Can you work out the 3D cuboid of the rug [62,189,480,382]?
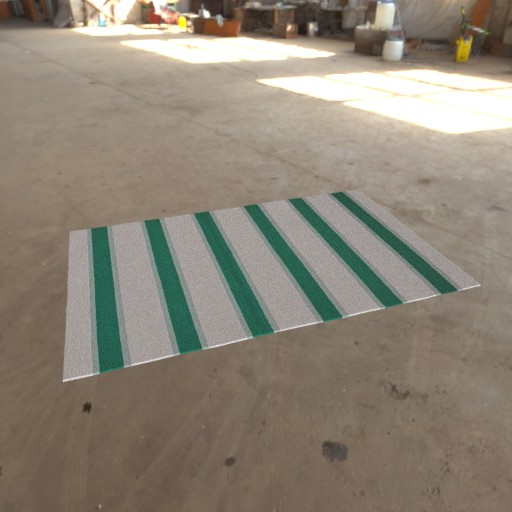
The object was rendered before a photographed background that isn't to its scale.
[{"bbox_3d":[0.000,0.000,3.027,2.436,0.015,1.521,-10,34,-15],"label":"rug"}]
